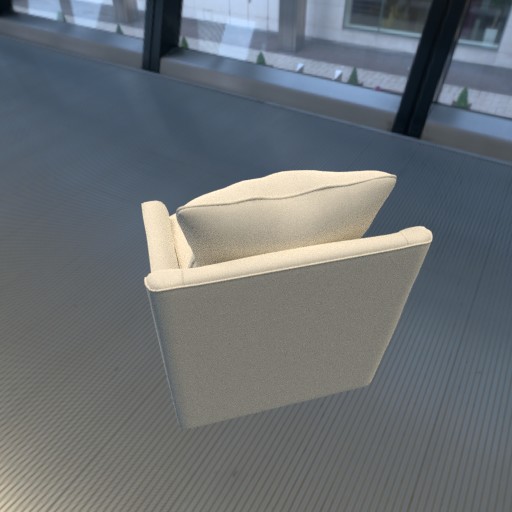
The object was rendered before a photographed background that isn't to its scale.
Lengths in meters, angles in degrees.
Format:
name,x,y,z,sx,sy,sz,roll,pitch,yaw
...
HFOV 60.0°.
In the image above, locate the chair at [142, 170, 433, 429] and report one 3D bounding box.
name,x,y,z,sx,sy,sz,roll,pitch,yaw
chair,0.000,0.000,1.608,0.756,0.965,0.876,-10,42,-11
